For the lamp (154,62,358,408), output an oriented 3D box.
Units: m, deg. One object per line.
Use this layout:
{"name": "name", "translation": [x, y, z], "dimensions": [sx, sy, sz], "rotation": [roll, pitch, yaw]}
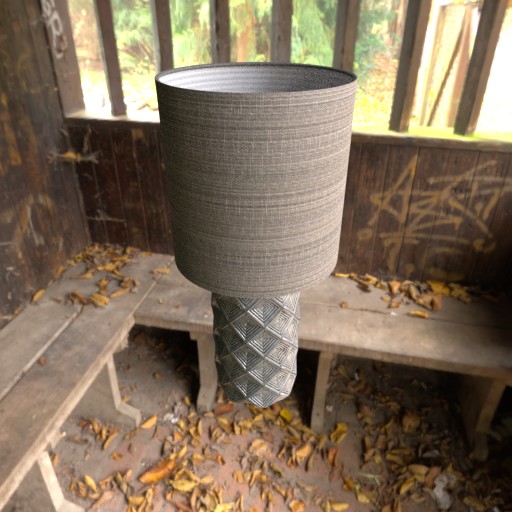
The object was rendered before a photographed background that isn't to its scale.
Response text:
{"name": "lamp", "translation": [0.000, 0.000, 0.739], "dimensions": [0.269, 0.566, 0.268], "rotation": [-8, 31, -14]}
